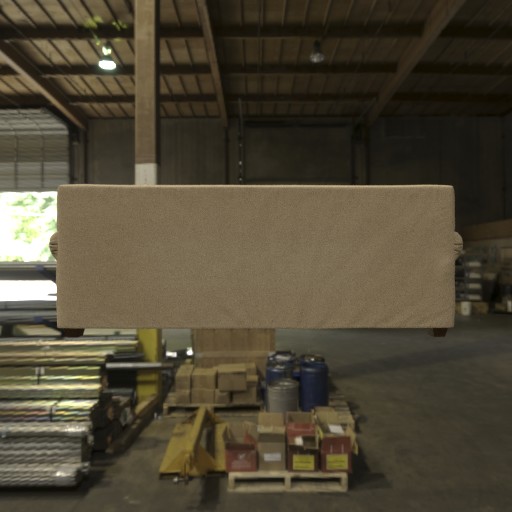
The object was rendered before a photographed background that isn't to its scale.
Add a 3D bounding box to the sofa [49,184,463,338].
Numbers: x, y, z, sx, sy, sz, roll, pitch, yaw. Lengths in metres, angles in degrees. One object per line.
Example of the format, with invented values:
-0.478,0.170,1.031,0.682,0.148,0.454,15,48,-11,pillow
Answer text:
0.000,0.000,2.907,2.285,0.904,1.067,0,-1,-1,sofa
